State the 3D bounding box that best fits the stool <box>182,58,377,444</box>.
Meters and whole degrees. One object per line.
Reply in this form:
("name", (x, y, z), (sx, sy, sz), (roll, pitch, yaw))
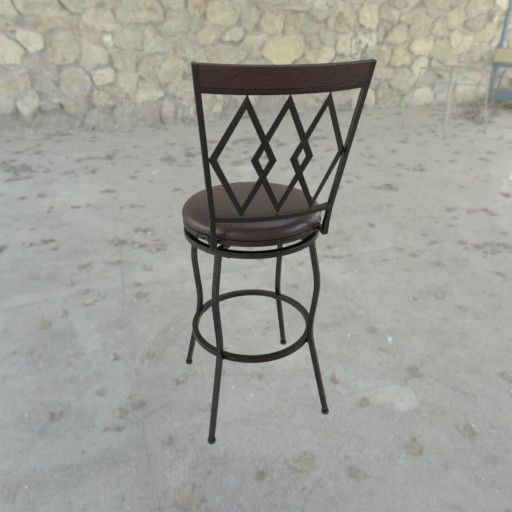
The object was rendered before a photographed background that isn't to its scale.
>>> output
("stool", (0.000, 0.000, 1.375), (0.432, 1.134, 0.521), (-8, 28, -16))
